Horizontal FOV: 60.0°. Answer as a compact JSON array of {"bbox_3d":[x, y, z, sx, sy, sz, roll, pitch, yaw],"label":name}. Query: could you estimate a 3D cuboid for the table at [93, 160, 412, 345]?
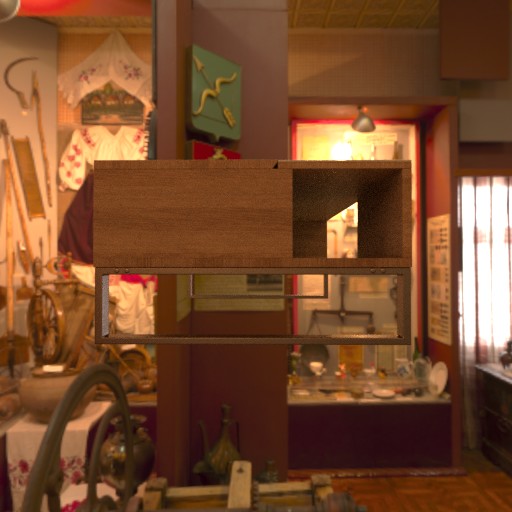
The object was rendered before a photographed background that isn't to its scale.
[{"bbox_3d":[0.000,0.000,1.383,0.600,0.350,1.100,0,-1,1],"label":"table"}]
